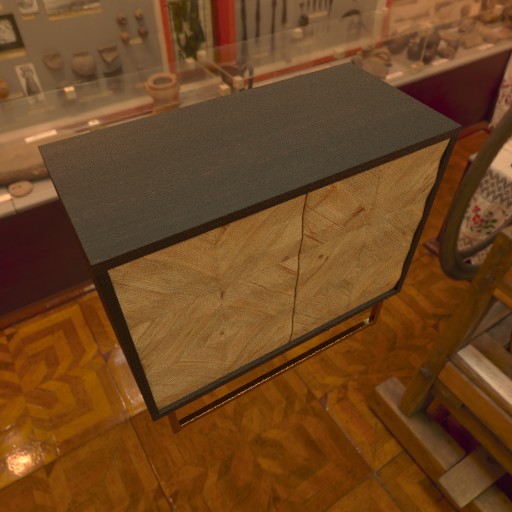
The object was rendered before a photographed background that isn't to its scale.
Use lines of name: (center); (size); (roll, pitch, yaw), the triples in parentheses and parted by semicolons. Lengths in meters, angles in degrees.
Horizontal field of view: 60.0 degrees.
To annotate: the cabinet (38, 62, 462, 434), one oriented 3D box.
cabinet: (0.000, 0.000, 1.405); (0.950, 0.860, 0.451); (-23, 51, -21)
